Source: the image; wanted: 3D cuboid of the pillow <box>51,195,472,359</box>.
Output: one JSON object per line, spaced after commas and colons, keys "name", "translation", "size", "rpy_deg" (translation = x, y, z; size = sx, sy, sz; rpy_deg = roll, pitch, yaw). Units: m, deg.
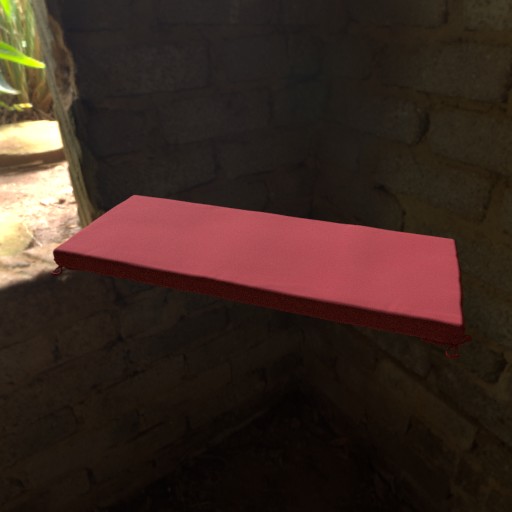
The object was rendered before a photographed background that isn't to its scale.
{"name": "pillow", "translation": [0.000, 0.000, 1.337], "size": [1.187, 0.081, 0.492], "rpy_deg": [10, 31, 16]}
